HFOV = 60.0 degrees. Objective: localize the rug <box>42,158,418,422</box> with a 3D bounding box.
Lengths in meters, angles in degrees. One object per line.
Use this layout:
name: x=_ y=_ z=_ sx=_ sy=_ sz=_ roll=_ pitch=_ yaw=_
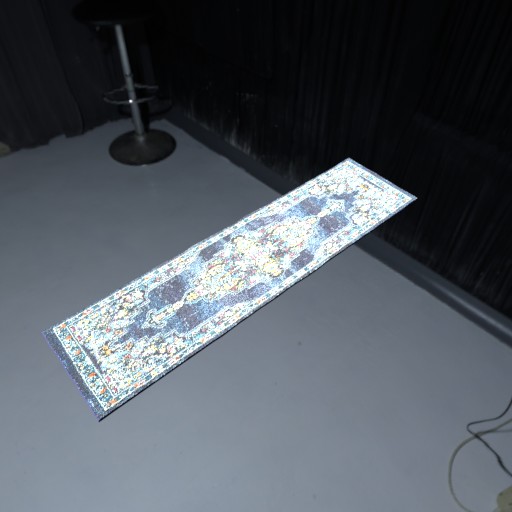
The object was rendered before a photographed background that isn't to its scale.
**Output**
rug: x=0.000 y=0.000 z=2.542 sx=2.283 sy=0.016 sz=0.602 roll=-32 pitch=55 yaw=-26
